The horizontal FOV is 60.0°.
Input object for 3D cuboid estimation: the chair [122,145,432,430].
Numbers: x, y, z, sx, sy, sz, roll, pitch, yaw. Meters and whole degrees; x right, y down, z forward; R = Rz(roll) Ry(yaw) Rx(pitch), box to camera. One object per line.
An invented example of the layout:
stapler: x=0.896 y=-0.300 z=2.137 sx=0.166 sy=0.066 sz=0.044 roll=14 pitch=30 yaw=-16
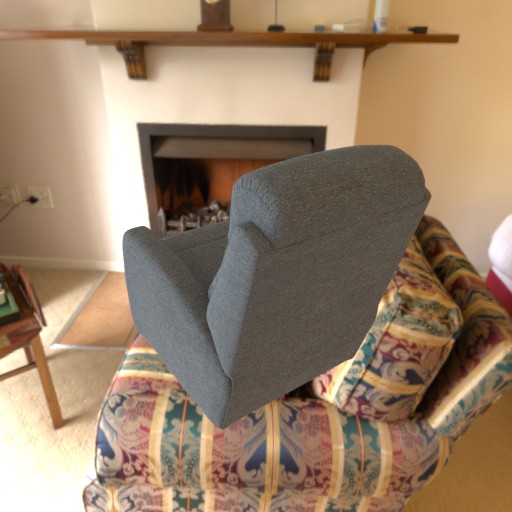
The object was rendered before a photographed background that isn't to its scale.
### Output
chair: x=0.000 y=0.000 z=1.745 sx=0.798 sy=1.013 sz=1.043 roll=-19 pitch=34 yaw=-30
